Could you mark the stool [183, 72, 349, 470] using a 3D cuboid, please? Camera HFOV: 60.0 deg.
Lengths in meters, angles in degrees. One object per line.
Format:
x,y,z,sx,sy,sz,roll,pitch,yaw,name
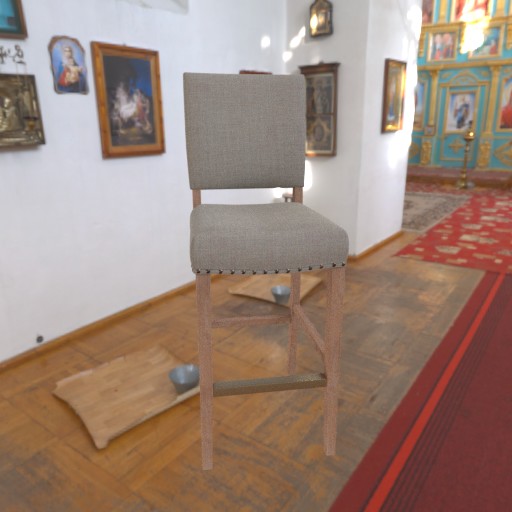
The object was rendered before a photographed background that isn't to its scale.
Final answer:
0.000,0.000,1.502,0.445,1.203,0.585,-3,16,-9,stool
